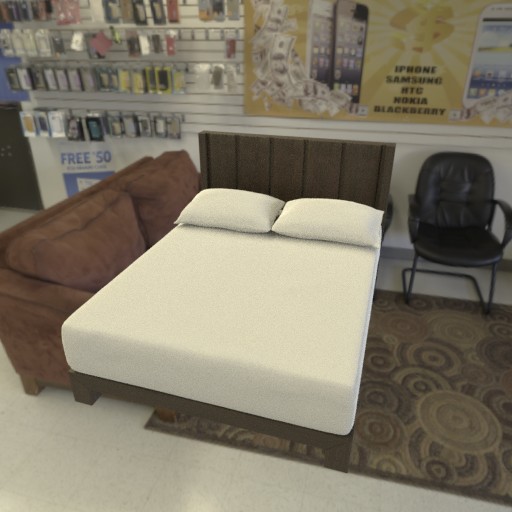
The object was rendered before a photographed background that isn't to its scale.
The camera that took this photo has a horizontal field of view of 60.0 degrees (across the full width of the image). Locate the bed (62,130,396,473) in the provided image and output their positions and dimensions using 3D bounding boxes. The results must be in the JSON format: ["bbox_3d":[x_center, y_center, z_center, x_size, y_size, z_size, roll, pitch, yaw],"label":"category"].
[{"bbox_3d":[0.000,0.000,3.234,1.727,1.270,2.242,8,28,15],"label":"bed"}]
